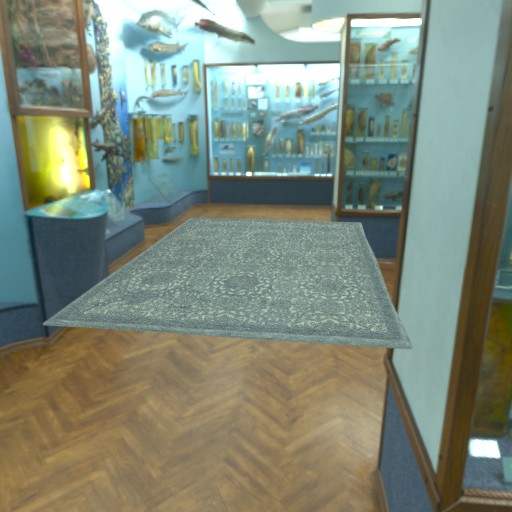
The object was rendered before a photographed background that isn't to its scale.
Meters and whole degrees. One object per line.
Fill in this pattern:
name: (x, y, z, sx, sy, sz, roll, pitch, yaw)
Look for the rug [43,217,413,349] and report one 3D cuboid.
rug: (0.000, 0.000, 2.298, 1.224, 0.016, 1.830, 2, 17, 8)
